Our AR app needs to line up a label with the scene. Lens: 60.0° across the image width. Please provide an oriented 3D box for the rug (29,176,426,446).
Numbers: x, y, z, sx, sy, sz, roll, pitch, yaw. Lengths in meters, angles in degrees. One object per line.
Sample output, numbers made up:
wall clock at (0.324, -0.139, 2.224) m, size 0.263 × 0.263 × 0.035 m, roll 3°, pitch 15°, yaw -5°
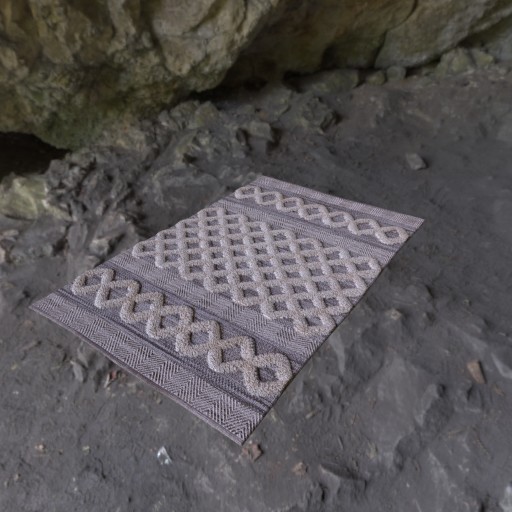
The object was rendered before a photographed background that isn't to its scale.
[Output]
rug at (0.000, 0.000, 2.928) m, size 1.513 × 0.033 × 2.333 m, roll 21°, pitch 38°, yaw 29°
